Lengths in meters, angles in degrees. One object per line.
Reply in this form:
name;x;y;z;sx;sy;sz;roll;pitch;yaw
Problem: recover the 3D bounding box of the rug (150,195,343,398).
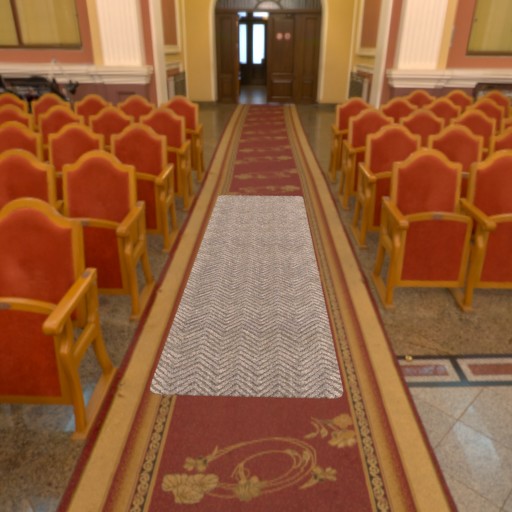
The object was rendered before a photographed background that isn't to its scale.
rug;0.000;0.000;2.578;0.686;0.008;2.286;1;25;2
